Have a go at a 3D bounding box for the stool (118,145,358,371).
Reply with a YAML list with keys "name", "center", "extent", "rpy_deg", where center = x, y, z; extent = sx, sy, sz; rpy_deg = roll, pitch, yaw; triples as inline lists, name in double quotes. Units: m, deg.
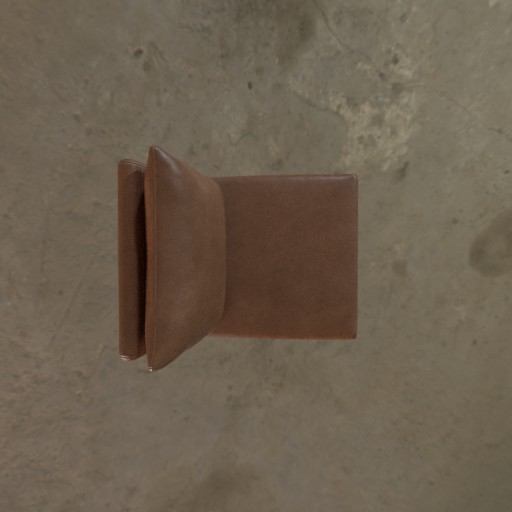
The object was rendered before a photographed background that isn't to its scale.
- name: "stool"
  center: [0.000, 0.000, 1.413]
  extent: [0.571, 1.124, 0.463]
  rpy_deg: [0, 91, 1]
